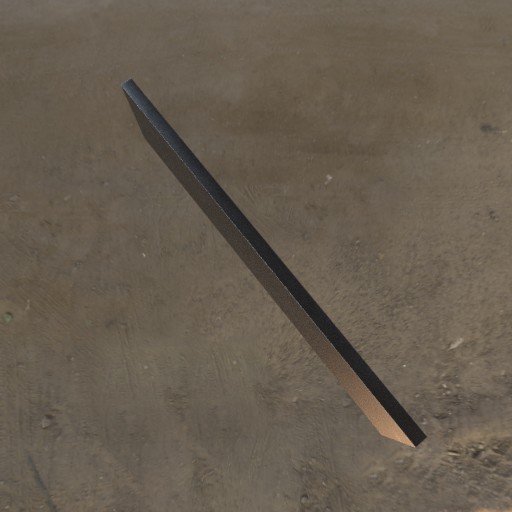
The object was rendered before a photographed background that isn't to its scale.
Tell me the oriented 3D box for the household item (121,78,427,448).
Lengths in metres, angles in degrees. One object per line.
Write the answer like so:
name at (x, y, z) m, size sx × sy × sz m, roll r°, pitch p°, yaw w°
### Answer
household item at (0.000, 0.000, 1.046) m, size 0.030 × 0.236 × 1.001 m, roll -37°, pitch 77°, yaw -10°
